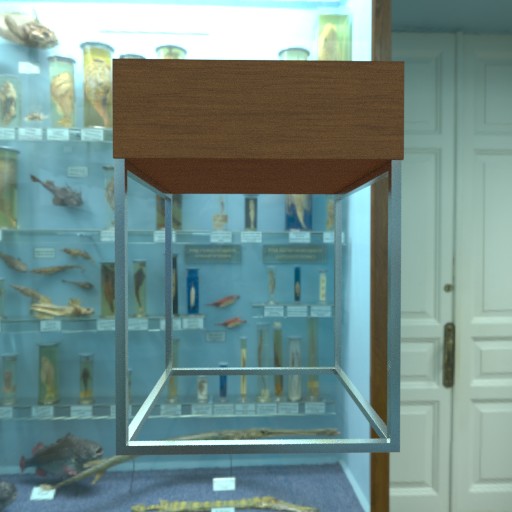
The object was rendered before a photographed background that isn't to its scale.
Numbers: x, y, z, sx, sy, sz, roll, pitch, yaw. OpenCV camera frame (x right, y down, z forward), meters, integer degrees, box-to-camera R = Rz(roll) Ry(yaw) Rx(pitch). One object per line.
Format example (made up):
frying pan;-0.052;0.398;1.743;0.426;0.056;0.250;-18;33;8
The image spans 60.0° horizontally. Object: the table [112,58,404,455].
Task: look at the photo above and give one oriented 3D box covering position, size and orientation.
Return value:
table;0.000;0.000;0.805;0.397;0.540;0.398;0;1;-1
